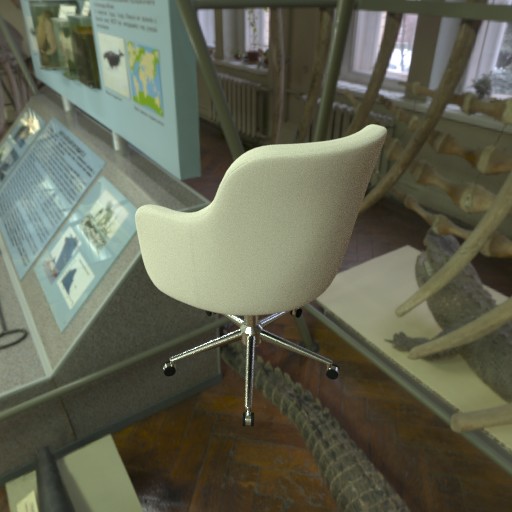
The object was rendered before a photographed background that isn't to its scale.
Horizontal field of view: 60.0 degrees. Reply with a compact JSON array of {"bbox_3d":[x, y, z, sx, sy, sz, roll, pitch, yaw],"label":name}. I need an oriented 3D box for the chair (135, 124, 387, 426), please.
[{"bbox_3d":[0.000,0.000,1.286,0.602,0.819,0.647,-19,35,-29],"label":"chair"}]
